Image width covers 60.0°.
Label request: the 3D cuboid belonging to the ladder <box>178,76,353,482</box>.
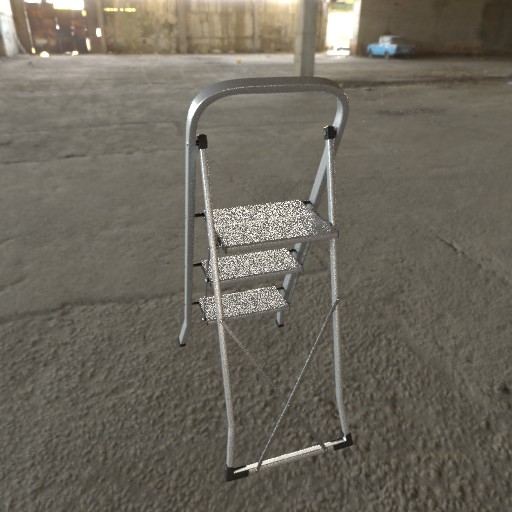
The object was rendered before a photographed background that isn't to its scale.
[{"bbox_3d":[0.000,0.000,1.393,0.465,1.070,0.704,-8,28,-16],"label":"ladder"}]
